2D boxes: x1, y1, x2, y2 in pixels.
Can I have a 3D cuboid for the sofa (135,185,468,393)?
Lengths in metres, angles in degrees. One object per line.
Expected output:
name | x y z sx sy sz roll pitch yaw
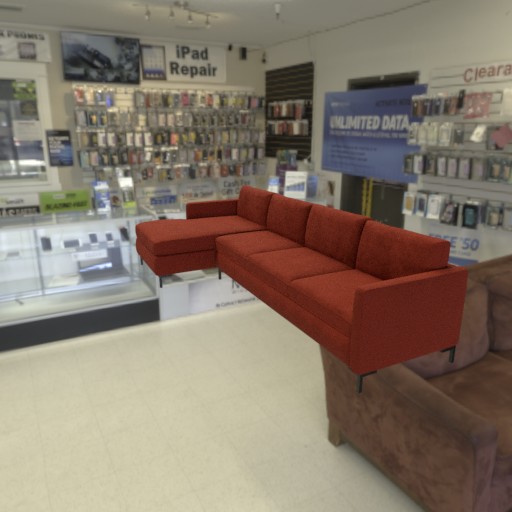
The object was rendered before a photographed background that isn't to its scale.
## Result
sofa | 0.000 0.000 3.011 1.136 0.663 2.467 -8 19 -26
